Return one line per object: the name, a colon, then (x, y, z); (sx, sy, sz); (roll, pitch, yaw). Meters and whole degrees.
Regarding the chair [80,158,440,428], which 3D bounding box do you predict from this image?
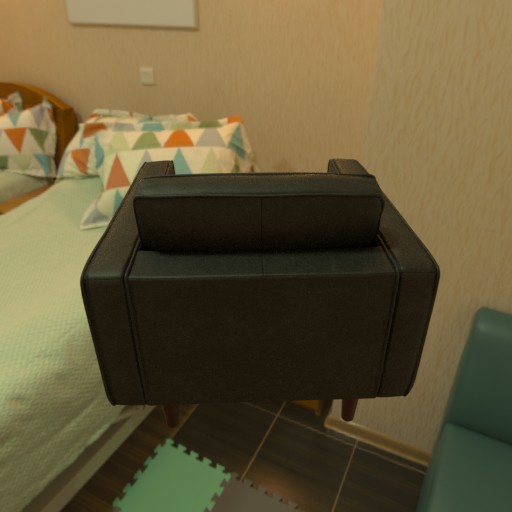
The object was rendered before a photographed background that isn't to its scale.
chair: (0.000, 0.000, 1.536); (0.889, 0.763, 0.914); (-1, 30, -2)
